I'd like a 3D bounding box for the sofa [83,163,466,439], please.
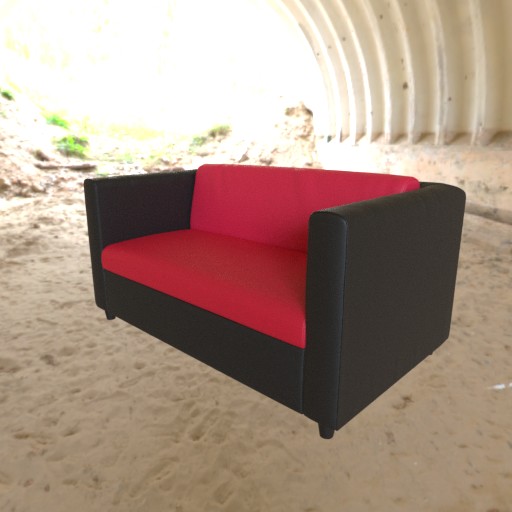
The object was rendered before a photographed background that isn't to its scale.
[{"bbox_3d":[0.000,0.000,1.920,1.410,0.735,0.845,14,21,42],"label":"sofa"}]
